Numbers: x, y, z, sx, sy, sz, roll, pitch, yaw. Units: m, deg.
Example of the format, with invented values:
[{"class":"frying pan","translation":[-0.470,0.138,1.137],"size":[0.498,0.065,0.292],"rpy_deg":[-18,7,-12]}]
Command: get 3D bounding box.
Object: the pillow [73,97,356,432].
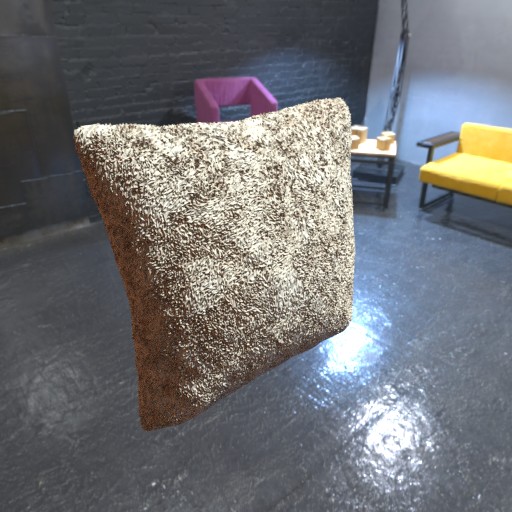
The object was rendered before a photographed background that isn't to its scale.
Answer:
[{"class":"pillow","translation":[0.000,0.000,0.806],"size":[0.529,0.515,0.218],"rpy_deg":[-21,34,-34]}]
